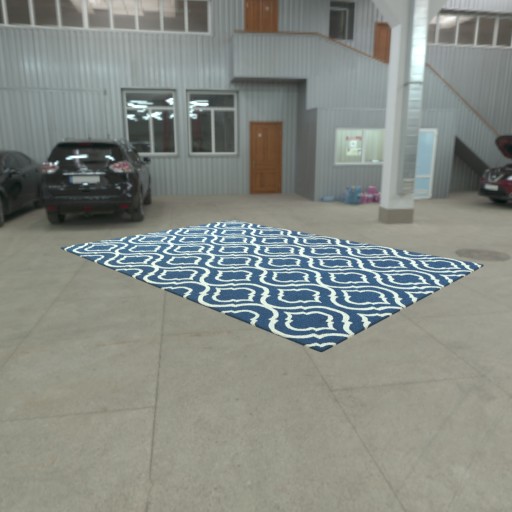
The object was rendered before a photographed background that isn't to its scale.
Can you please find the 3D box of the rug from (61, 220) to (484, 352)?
[{"bbox_3d":[0.000,0.000,2.717,2.134,0.010,1.524,14,20,43],"label":"rug"}]
